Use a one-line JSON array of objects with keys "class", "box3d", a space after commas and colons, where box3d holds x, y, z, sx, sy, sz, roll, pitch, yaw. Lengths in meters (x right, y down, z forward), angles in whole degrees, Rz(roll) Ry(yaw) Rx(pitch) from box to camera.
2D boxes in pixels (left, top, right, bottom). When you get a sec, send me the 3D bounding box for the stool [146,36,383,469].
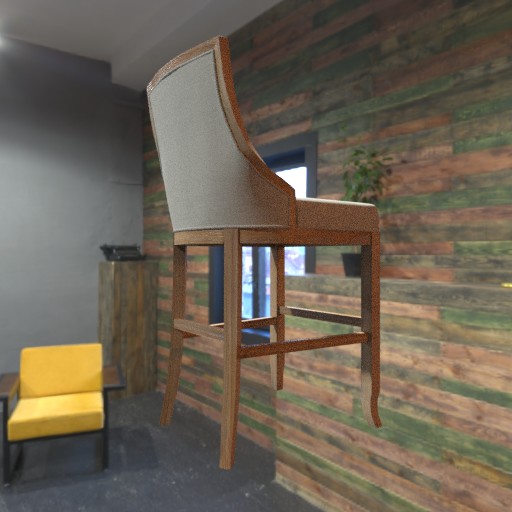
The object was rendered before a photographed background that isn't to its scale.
[{"class": "stool", "box3d": [0.000, 0.000, 1.442, 0.626, 1.101, 0.524, 0, 0, -37]}]
